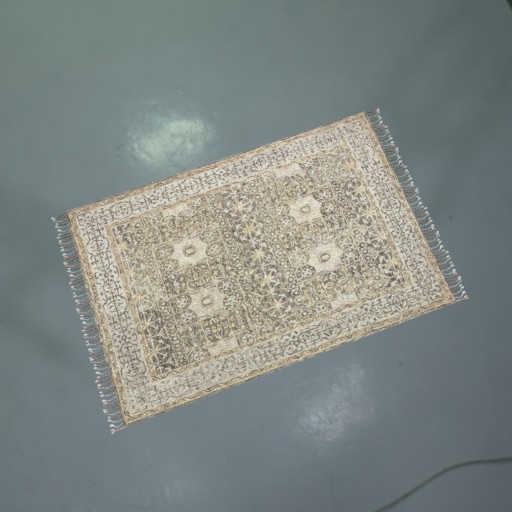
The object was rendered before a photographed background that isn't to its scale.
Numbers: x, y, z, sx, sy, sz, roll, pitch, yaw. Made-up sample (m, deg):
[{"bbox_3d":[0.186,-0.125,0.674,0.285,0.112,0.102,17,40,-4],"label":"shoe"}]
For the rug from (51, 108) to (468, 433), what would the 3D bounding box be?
[{"bbox_3d":[0.000,0.000,2.461,2.029,0.010,1.237,-20,77,-5],"label":"rug"}]
